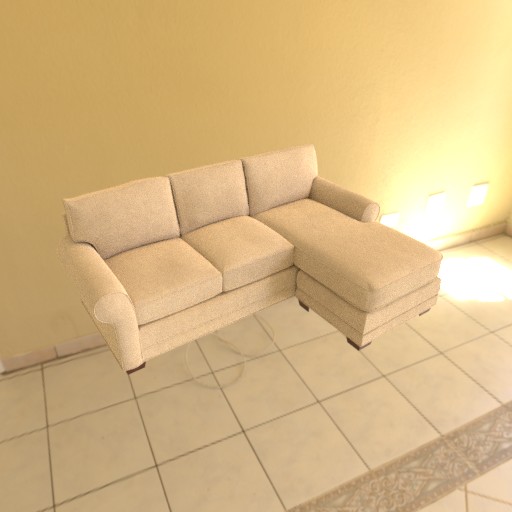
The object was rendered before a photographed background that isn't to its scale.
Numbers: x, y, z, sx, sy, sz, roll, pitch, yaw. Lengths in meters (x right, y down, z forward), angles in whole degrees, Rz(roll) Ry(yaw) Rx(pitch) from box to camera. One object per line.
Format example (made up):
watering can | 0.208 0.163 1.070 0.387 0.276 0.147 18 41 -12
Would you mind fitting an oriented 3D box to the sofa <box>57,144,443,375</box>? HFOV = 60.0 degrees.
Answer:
sofa | 0.000 0.000 2.375 1.770 0.734 1.226 -20 36 -30
